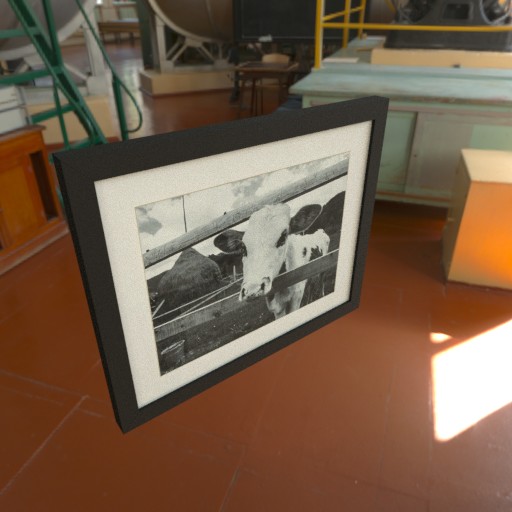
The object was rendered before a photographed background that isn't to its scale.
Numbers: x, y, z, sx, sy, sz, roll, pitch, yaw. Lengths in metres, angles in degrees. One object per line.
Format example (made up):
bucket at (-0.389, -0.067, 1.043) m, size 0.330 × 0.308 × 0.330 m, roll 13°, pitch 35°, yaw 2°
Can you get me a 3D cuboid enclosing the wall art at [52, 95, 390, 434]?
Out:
wall art at (0.000, 0.000, 0.545) m, size 0.404 × 0.329 × 0.024 m, roll -21°, pitch 36°, yaw -31°
